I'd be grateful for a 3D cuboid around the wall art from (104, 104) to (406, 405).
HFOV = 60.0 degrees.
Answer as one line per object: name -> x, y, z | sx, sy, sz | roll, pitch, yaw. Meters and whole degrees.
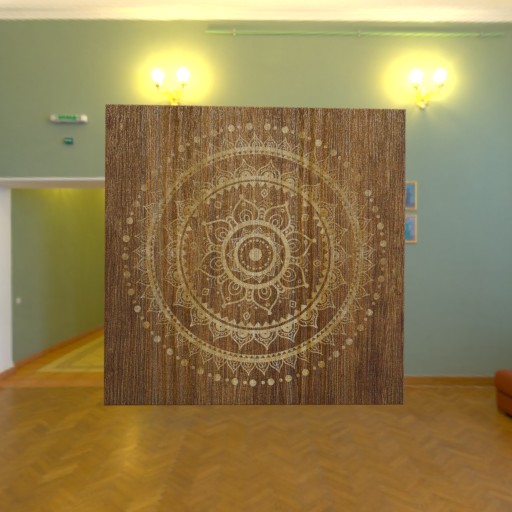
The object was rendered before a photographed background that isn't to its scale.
wall art -> 0.000, 0.000, 0.913 | 0.611, 0.608, 0.042 | 0, 0, -2
